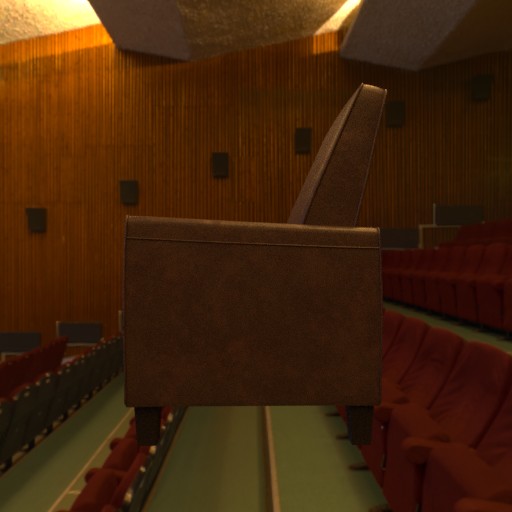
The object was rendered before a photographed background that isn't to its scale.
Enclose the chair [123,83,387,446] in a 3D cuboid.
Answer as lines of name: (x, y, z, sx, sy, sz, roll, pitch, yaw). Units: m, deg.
chair: (0.000, 0.000, 1.508, 0.746, 1.013, 0.705, 0, 0, -1)
